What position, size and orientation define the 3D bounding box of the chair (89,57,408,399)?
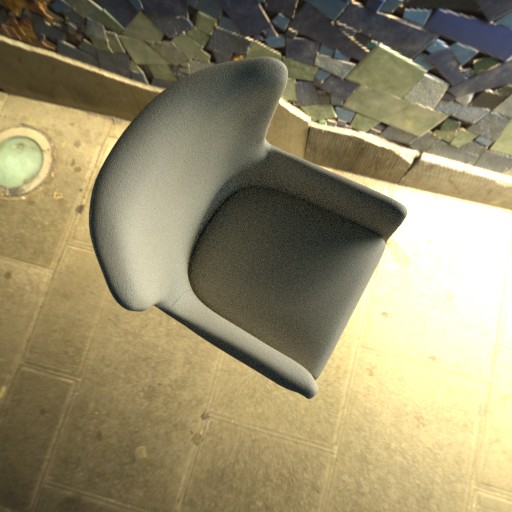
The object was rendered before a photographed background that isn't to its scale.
[{"bbox_3d":[0.000,0.000,1.386,0.686,0.952,0.660,29,77,7],"label":"chair"}]
